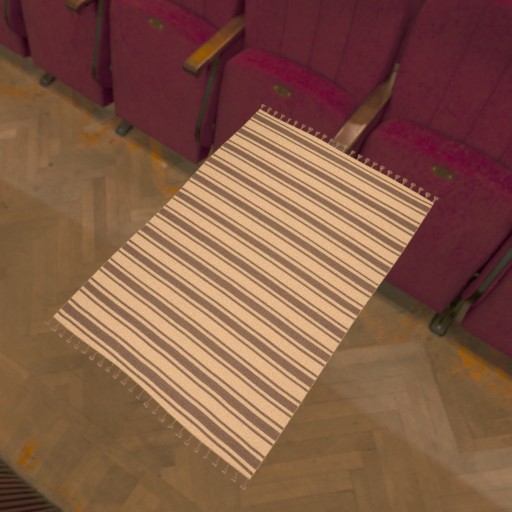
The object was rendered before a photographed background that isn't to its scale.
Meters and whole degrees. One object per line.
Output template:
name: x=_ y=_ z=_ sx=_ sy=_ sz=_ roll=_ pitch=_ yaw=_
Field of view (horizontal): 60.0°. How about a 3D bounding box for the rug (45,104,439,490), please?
rug: x=0.000 y=0.000 z=3.866 sx=2.030 sy=0.017 sz=3.040 roll=33 pitch=68 yaw=16
